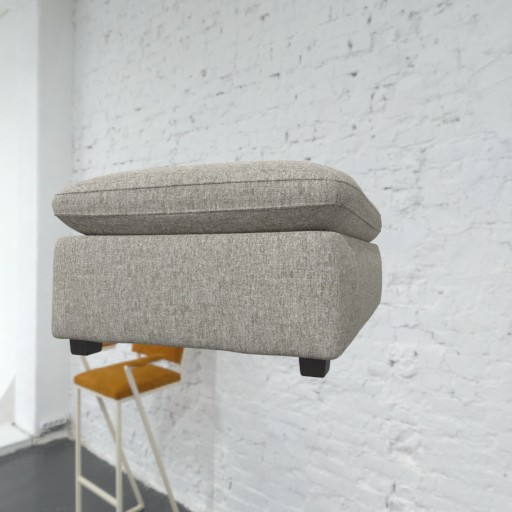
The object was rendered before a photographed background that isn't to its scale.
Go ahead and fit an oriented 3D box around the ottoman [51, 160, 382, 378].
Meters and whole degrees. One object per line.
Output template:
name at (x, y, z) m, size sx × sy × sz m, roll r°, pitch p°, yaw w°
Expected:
ottoman at (0.000, 0.000, 1.327) m, size 0.694 × 0.451 × 0.977 m, roll 0°, pitch 0°, yaw 20°
